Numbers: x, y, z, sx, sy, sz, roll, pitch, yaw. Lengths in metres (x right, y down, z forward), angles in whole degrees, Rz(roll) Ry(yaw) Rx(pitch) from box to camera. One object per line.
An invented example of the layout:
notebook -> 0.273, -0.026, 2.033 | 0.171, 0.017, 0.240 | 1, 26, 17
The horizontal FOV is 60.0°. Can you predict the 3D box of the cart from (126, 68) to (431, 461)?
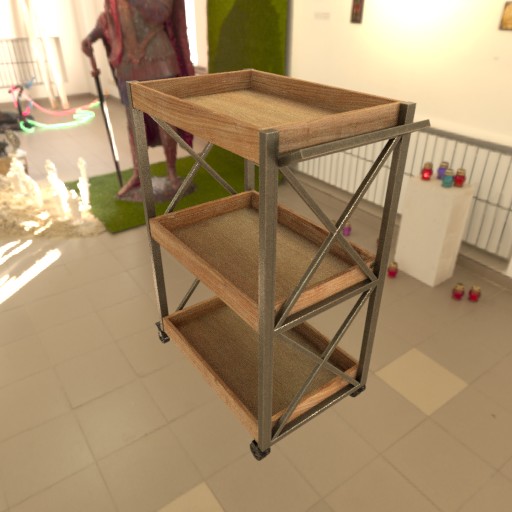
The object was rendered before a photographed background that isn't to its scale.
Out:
cart -> 0.000, 0.000, 1.177 | 0.377, 0.835, 0.673 | -21, 37, -30
